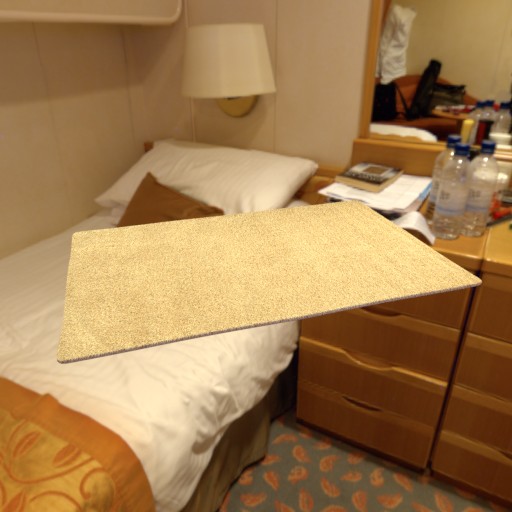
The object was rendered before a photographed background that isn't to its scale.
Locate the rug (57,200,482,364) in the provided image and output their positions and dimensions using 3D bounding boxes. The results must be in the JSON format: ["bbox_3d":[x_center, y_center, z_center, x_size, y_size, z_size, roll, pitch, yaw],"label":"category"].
[{"bbox_3d":[0.000,0.000,2.936,2.349,0.025,1.500,-8,28,-16],"label":"rug"}]
